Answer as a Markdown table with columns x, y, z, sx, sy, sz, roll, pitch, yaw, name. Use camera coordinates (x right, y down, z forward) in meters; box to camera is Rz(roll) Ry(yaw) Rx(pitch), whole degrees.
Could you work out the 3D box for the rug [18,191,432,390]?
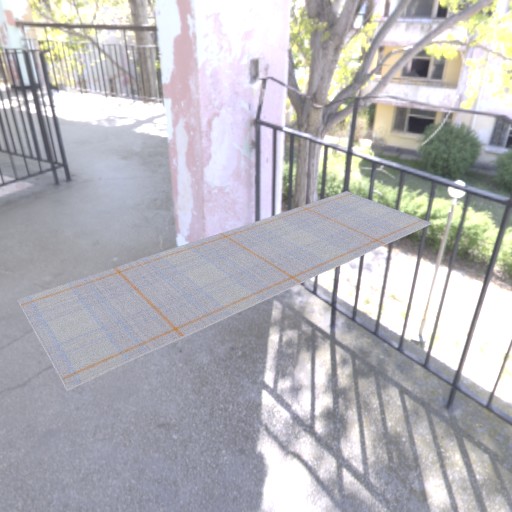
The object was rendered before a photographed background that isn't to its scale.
| x | y | z | sx | sy | sz | roll | pitch | yaw | name |
| --- | --- | --- | --- | --- | --- | --- | --- | --- | --- |
| 0.000 | 0.000 | 2.617 | 2.442 | 0.016 | 0.770 | -21 | 35 | -33 | rug |
